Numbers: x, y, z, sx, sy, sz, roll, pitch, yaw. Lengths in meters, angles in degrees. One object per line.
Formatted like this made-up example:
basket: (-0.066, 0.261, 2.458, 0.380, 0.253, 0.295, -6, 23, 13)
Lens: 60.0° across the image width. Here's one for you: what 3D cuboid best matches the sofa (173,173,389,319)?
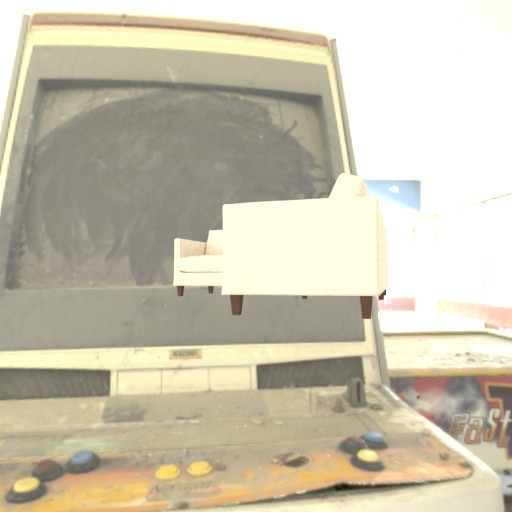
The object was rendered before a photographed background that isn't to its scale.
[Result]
sofa: (0.000, 0.000, 4.300, 2.432, 0.863, 3.182, -1, -3, 18)
